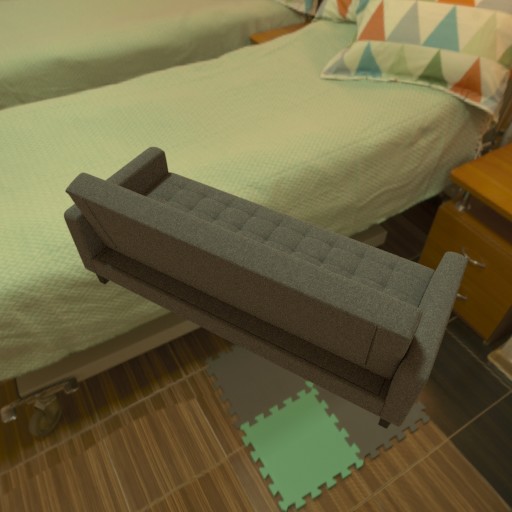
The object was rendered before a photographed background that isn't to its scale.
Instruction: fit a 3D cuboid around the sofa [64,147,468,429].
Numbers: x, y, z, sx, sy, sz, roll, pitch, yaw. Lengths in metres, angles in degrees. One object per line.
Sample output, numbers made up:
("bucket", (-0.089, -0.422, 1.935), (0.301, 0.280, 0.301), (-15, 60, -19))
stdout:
("sofa", (0.000, 0.000, 2.456), (2.040, 0.850, 0.810), (23, 51, 20))
